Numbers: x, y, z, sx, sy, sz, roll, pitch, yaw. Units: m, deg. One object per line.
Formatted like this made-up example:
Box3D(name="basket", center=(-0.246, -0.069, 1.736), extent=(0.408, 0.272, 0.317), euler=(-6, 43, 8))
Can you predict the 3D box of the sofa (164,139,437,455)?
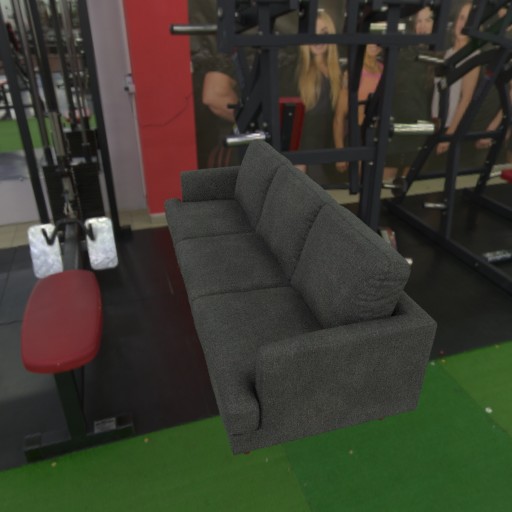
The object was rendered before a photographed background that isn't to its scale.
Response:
Box3D(name="sofa", center=(0.000, 0.000, 2.708), extent=(0.903, 0.930, 2.246), euler=(-8, 30, -14))
